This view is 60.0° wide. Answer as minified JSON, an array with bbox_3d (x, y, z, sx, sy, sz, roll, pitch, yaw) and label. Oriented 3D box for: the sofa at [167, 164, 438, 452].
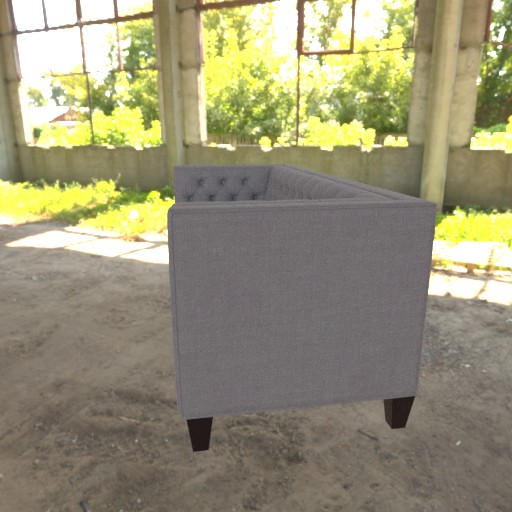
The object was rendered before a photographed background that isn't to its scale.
[{"bbox_3d":[0.000,0.000,2.147,0.775,0.762,1.778,-3,16,-9],"label":"sofa"}]
